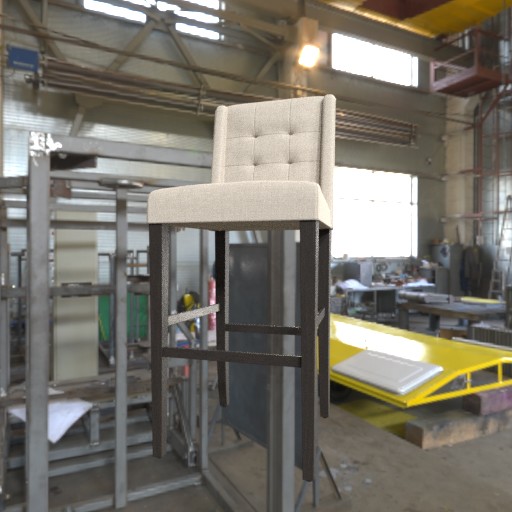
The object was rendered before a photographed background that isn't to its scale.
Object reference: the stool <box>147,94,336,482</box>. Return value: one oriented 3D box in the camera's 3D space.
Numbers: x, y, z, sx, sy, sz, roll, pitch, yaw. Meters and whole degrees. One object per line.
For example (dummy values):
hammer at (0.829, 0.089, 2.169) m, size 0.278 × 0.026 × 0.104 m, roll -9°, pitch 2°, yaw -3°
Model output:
stool at (0.000, 0.000, 1.383) m, size 0.474 × 1.116 × 0.509 m, roll 0°, pitch 1°, yaw 17°
